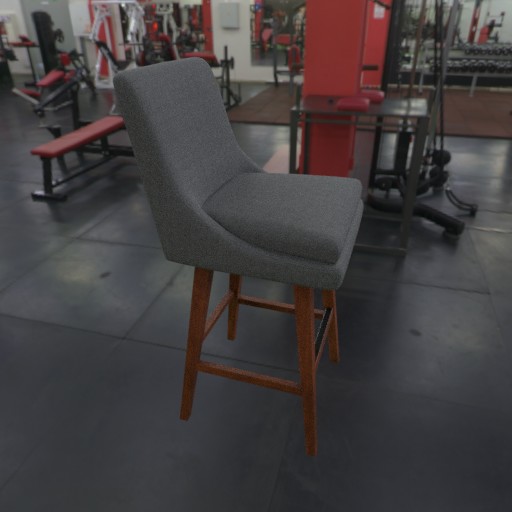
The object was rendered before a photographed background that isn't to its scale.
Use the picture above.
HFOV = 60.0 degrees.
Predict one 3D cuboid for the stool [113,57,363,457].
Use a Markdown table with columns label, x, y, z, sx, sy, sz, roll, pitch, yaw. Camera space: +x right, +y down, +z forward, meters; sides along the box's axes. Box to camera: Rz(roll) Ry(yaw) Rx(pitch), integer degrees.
| label | x | y | z | sx | sy | sz | roll | pitch | yaw |
| --- | --- | --- | --- | --- | --- | --- | --- | --- | --- |
| stool | 0.000 | 0.000 | 1.231 | 0.524 | 0.977 | 0.447 | 9 | 30 | 16 |
